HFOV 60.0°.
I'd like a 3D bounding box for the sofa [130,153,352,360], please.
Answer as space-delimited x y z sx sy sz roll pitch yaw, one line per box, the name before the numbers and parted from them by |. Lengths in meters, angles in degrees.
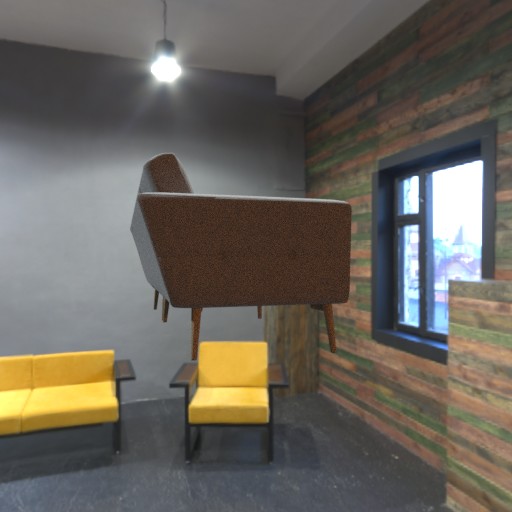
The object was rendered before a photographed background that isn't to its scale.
sofa | 0.000 0.000 2.837 1.530 0.860 2.040 0 0 -17
